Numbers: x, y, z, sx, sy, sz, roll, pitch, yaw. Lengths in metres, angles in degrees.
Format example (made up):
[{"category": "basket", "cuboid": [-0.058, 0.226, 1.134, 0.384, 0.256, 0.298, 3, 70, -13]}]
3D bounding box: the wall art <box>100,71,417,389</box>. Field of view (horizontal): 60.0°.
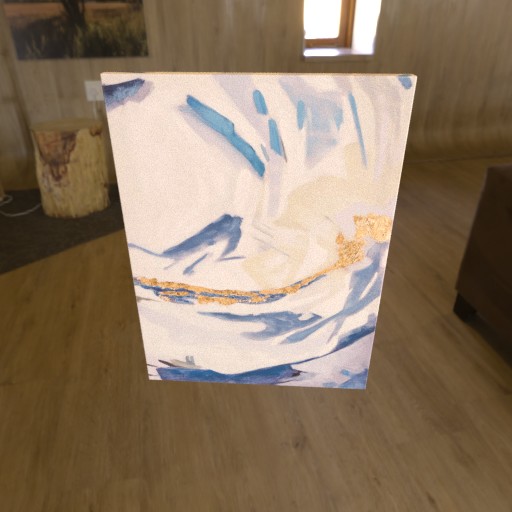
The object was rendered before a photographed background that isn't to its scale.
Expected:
[{"category": "wall art", "cuboid": [0.000, 0.000, 1.324, 0.761, 1.015, 0.038, 2, 29, 3]}]
